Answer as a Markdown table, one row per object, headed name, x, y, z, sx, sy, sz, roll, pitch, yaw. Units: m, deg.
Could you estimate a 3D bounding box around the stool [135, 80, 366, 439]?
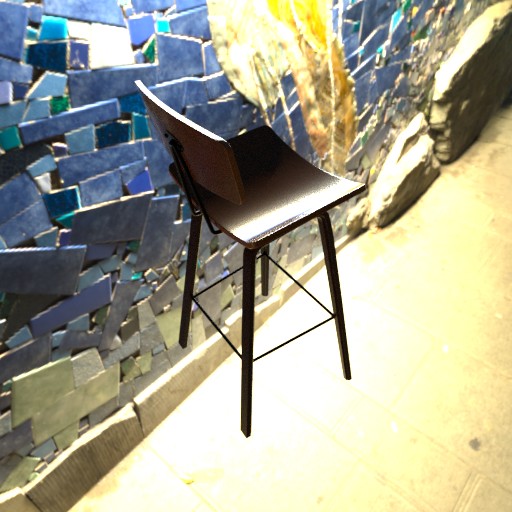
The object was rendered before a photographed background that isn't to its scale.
| name | x | y | z | sx | sy | sz | roll | pitch | yaw |
| --- | --- | --- | --- | --- | --- | --- | --- | --- | --- |
| stool | 0.000 | 0.000 | 1.251 | 0.440 | 0.969 | 0.509 | -25 | 47 | -26 |
